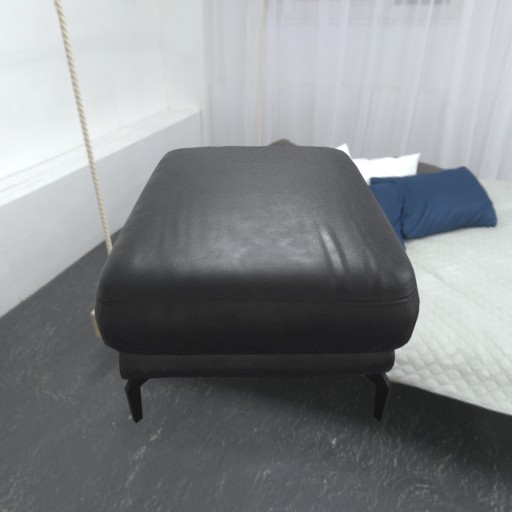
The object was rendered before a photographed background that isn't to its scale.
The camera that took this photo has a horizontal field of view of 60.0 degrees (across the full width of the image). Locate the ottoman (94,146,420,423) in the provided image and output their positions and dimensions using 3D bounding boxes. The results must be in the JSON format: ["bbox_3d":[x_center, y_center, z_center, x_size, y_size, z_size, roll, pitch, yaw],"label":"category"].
[{"bbox_3d":[0.000,0.000,1.110,0.570,0.402,0.764,0,31,0],"label":"ottoman"}]
